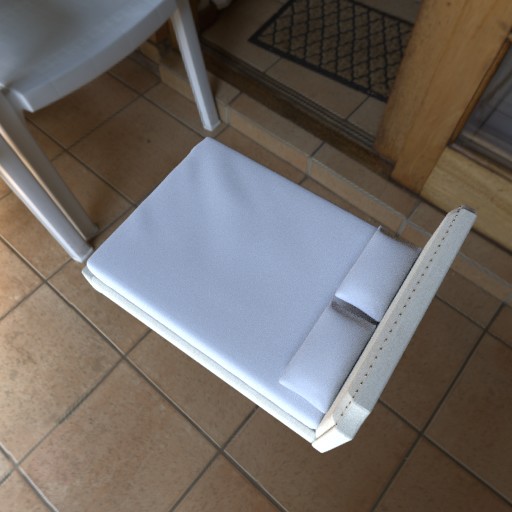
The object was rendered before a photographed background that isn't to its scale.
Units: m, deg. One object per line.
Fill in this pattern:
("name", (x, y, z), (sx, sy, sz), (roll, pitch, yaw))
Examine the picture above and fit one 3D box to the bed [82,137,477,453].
("bed", (0.000, 0.000, 3.447), (2.381, 1.457, 1.713), (31, 67, 15))
